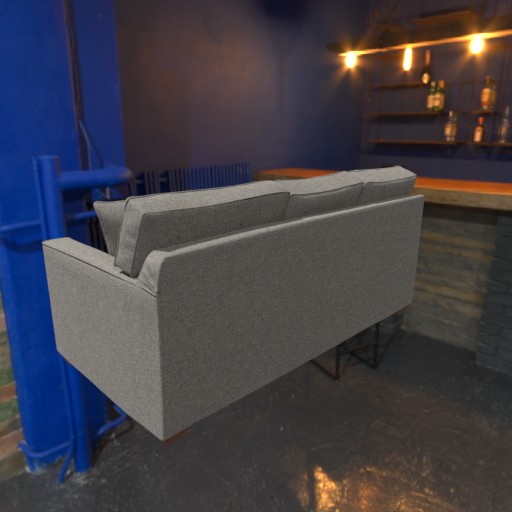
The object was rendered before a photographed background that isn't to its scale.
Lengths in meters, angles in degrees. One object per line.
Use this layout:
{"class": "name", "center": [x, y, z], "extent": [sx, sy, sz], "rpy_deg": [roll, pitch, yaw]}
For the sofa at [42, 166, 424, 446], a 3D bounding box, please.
{"class": "sofa", "center": [0.000, 0.000, 2.508], "extent": [1.963, 0.946, 1.034], "rpy_deg": [-15, 22, -43]}
